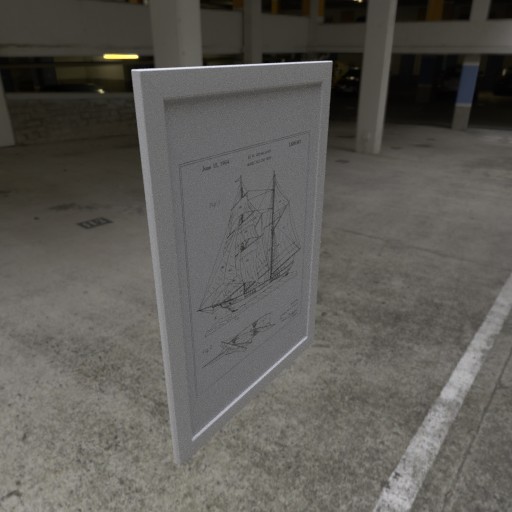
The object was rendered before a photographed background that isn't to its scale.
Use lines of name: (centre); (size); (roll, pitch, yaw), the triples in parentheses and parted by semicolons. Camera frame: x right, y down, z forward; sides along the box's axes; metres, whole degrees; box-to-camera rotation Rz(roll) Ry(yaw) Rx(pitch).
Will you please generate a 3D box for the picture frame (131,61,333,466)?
picture frame: (0.000, 0.000, 0.672); (0.012, 0.534, 0.381); (18, 31, 33)
